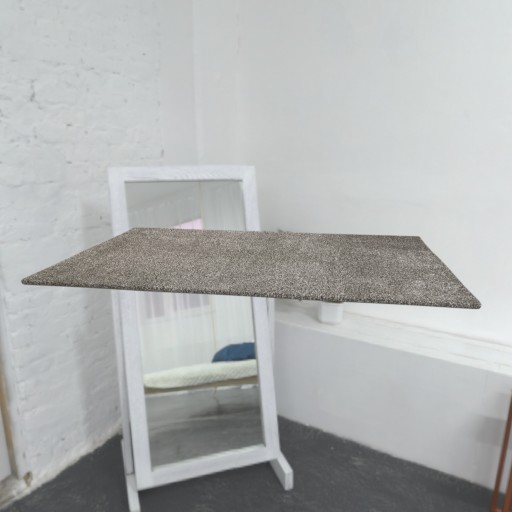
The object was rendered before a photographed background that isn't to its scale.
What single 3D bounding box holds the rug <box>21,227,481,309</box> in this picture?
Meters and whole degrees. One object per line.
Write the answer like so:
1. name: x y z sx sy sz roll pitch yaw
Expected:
1. rug: 0.000 0.000 2.928 2.352 0.025 1.501 2 15 9
